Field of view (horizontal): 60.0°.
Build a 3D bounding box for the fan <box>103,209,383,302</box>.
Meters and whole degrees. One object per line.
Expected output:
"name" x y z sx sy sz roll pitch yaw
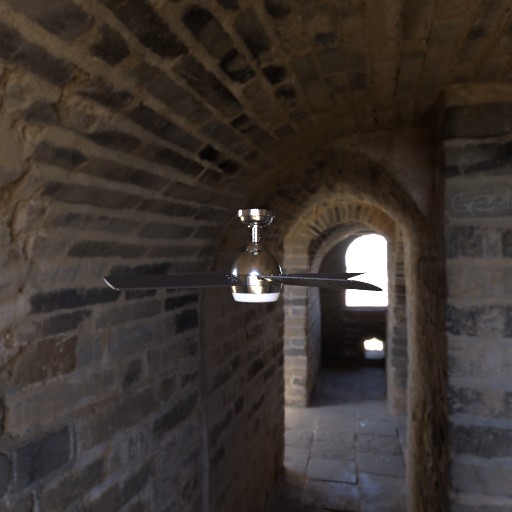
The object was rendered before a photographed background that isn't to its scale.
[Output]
"fan" 0.000 0.000 2.006 1.332 0.403 1.332 0 -1 -34
